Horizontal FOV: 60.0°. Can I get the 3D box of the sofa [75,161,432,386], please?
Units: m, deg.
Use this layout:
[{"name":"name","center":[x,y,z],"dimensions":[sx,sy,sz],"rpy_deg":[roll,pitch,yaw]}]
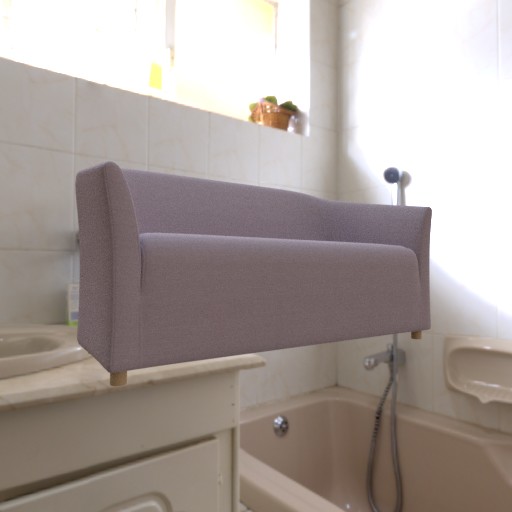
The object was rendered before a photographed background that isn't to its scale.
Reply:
[{"name":"sofa","center":[0.000,0.000,1.818],"dimensions":[1.452,0.721,0.705],"rpy_deg":[1,-2,-36]}]
